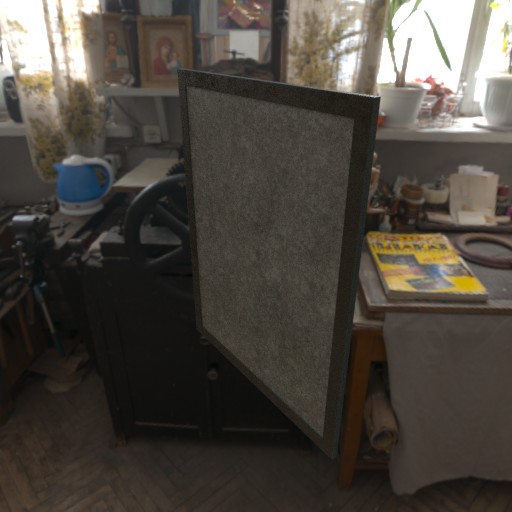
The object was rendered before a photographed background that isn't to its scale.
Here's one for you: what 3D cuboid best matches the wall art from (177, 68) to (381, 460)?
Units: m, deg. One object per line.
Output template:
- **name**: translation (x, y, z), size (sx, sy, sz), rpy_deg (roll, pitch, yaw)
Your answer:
- **wall art**: translation (0.000, 0.000, 1.319), size (0.030, 0.983, 0.767), rpy_deg (-19, 33, -32)
